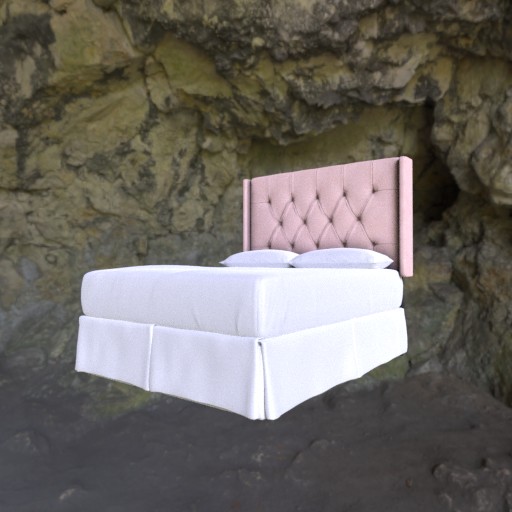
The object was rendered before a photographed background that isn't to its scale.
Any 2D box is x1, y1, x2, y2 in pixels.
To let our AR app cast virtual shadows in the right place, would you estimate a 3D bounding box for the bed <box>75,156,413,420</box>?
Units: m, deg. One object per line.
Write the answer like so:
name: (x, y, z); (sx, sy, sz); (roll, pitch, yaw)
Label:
bed: (0.000, 0.000, 3.403); (1.719, 1.665, 2.066); (-1, -1, 38)
